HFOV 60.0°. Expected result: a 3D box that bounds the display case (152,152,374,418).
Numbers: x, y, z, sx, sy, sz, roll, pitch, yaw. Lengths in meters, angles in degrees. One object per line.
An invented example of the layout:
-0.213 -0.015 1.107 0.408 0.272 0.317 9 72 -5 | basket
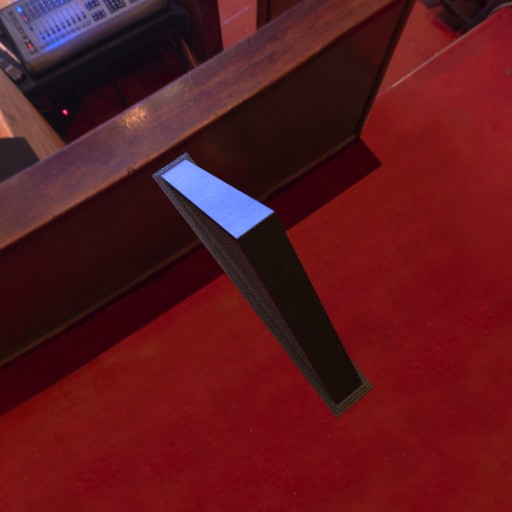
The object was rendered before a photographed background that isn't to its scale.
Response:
0.000 0.000 0.769 0.095 0.340 0.640 -36 78 -9 | display case
